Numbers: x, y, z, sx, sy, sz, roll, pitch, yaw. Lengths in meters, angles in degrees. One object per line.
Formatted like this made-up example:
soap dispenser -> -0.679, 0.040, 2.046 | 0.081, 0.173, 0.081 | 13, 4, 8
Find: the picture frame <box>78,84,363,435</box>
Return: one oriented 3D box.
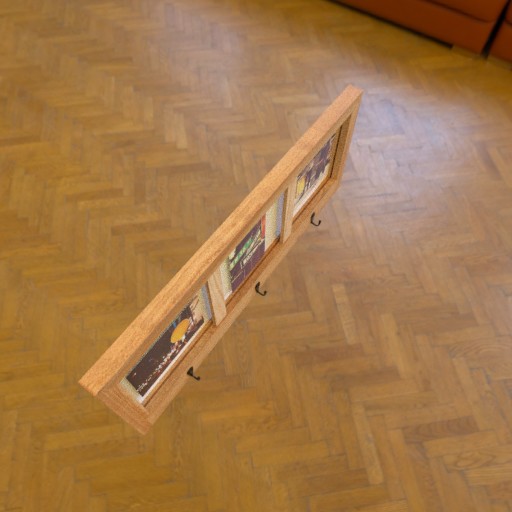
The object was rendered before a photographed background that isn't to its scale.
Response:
picture frame -> 0.000, 0.000, 0.679 | 0.045, 0.234, 0.582 | 31, 64, 17
